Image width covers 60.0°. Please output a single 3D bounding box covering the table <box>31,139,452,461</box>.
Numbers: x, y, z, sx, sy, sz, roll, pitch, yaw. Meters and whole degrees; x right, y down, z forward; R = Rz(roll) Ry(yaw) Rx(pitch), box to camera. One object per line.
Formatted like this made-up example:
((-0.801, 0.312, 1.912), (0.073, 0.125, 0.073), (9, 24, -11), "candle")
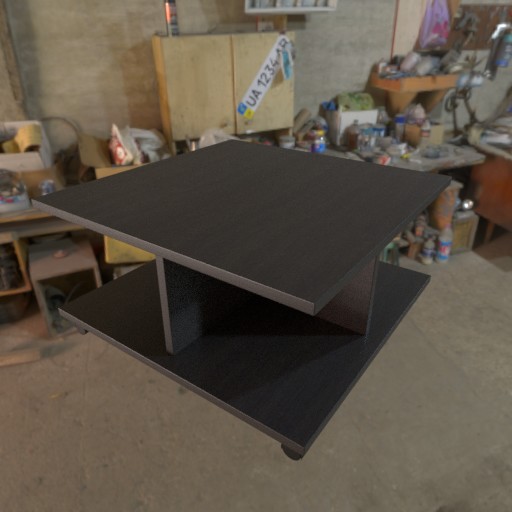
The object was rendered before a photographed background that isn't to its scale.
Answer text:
((0.000, 0.000, 1.215), (0.762, 0.396, 0.762), (18, 33, 31), "table")
